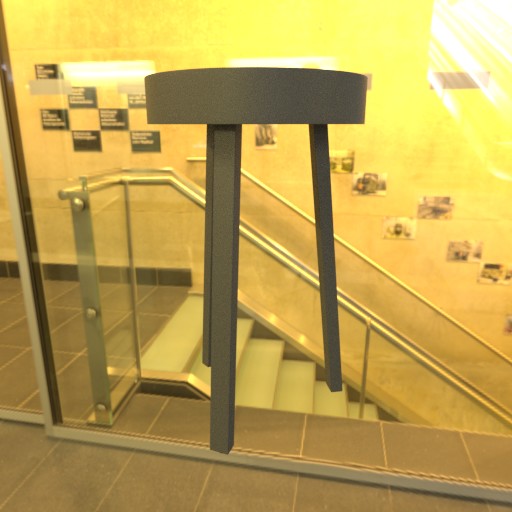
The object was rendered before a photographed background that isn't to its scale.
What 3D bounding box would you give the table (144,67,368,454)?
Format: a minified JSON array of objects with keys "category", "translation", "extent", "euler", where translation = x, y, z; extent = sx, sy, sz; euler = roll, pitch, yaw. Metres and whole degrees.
[{"category":"table","translation":[0.000,0.000,0.927],"extent":[0.406,0.686,0.406],"euler":[-2,17,-8]}]
